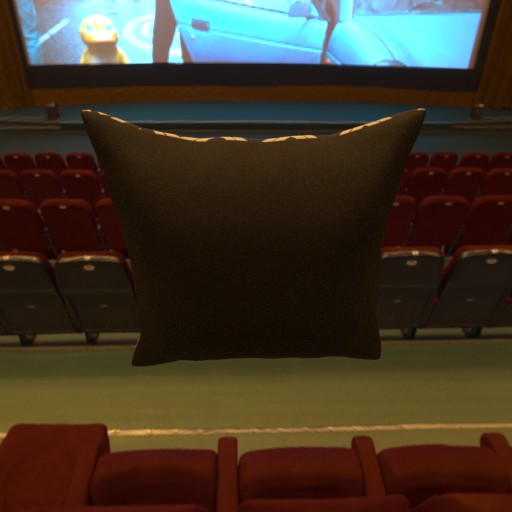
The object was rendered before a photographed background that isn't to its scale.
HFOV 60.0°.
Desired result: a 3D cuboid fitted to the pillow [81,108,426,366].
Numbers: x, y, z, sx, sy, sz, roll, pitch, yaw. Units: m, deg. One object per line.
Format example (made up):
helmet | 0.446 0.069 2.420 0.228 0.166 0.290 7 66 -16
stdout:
pillow | 0.000 0.000 0.768 0.504 0.494 0.188 -1 30 -2
